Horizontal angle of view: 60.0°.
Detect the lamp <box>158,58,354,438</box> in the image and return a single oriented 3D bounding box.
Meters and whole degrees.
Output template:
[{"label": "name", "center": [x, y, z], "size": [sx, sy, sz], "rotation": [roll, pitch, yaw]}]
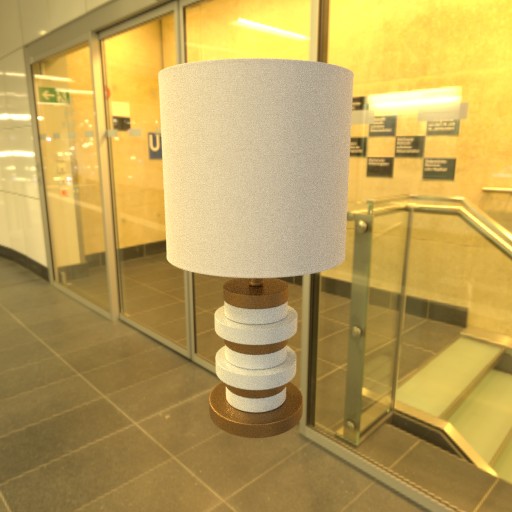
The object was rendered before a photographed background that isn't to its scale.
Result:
[{"label": "lamp", "center": [0.000, 0.000, 0.531], "size": [0.210, 0.410, 0.210], "rotation": [7, 15, 26]}]
